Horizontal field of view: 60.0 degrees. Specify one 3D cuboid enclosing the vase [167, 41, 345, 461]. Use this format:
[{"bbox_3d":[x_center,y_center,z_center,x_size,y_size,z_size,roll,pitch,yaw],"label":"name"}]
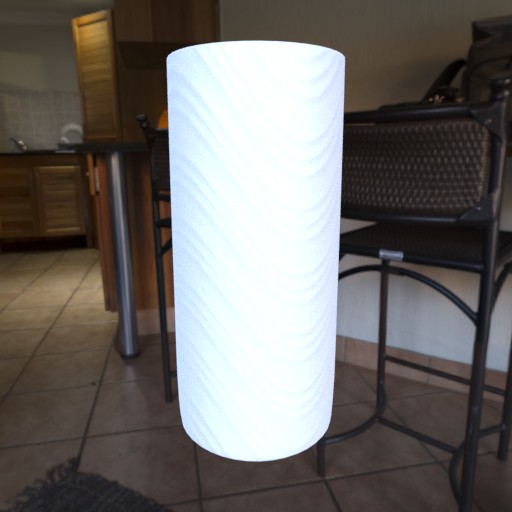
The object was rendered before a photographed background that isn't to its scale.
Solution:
[{"bbox_3d":[0.000,0.000,0.385,0.143,0.316,0.143,0,14,0],"label":"vase"}]
